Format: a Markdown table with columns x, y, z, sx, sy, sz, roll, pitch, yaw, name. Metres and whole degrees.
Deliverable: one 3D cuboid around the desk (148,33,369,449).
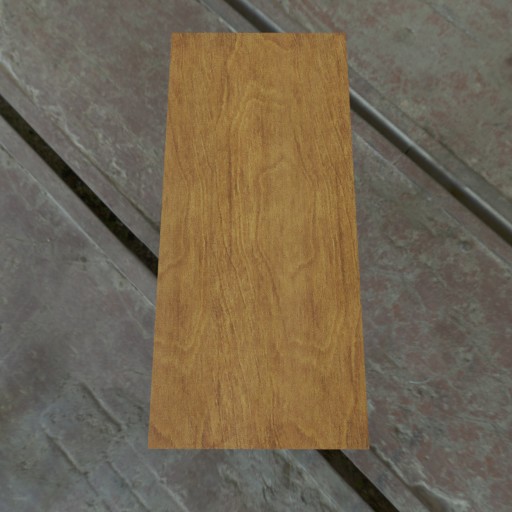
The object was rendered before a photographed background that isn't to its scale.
| x | y | z | sx | sy | sz | roll | pitch | yaw | name |
| --- | --- | --- | --- | --- | --- | --- | --- | --- | --- |
| 0.000 | 0.000 | 1.408 | 0.470 | 0.762 | 1.016 | 0 | 76 | 0 | desk |
